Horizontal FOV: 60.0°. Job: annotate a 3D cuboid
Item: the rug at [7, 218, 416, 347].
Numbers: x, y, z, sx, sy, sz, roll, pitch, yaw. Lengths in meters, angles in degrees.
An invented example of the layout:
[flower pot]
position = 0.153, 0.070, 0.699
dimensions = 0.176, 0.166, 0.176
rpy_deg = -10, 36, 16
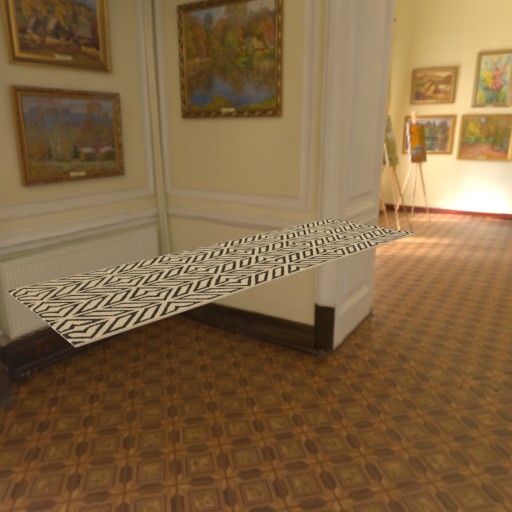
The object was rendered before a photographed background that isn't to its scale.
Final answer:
[rug]
position = 0.000, 0.000, 2.573
dimensions = 2.435, 0.009, 0.750
rpy_deg = -15, 22, -42
